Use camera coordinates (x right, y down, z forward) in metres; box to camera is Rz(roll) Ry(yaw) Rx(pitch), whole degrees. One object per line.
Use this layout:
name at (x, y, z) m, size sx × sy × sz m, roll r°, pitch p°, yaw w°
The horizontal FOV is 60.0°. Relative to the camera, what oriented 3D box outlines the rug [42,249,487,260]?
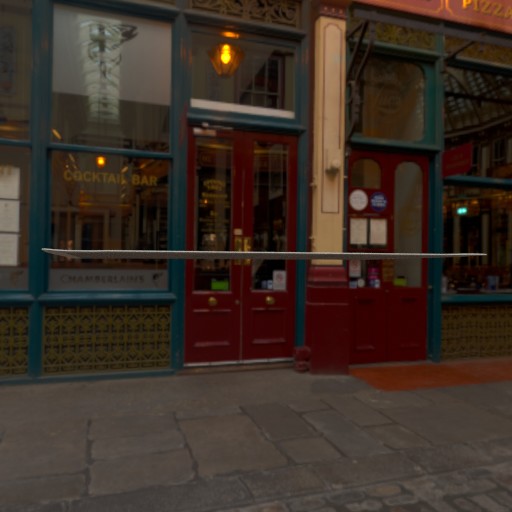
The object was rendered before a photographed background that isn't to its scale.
rug at (0.000, 0.000, 2.989) m, size 2.434 × 0.023 × 1.518 m, roll 0°, pitch -2°, yaw -18°
